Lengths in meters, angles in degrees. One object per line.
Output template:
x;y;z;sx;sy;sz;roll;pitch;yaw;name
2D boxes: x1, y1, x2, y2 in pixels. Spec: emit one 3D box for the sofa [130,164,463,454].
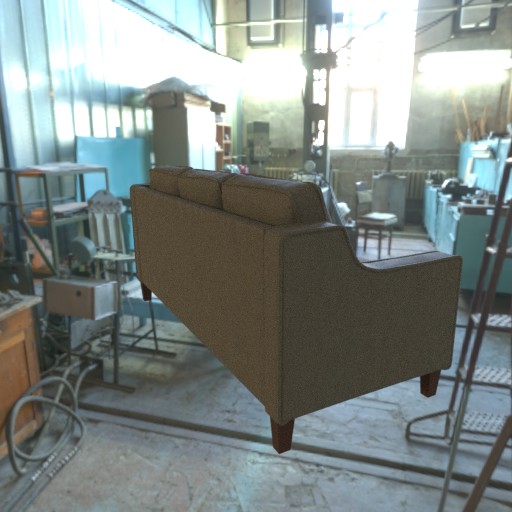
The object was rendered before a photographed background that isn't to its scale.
0.000;0.000;2.504;0.911;0.974;1.986;-8;16;-28;sofa
